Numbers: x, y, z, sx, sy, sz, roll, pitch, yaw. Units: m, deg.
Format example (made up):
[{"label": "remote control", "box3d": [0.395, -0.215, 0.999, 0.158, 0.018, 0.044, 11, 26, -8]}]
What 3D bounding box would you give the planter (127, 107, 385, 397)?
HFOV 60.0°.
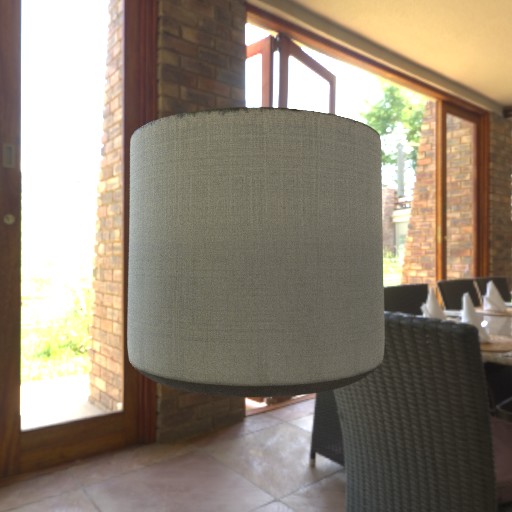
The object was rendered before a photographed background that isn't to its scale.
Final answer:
[{"label": "planter", "box3d": [0.000, 0.000, 0.406, 0.226, 0.201, 0.226, 0, 0, 0]}]
